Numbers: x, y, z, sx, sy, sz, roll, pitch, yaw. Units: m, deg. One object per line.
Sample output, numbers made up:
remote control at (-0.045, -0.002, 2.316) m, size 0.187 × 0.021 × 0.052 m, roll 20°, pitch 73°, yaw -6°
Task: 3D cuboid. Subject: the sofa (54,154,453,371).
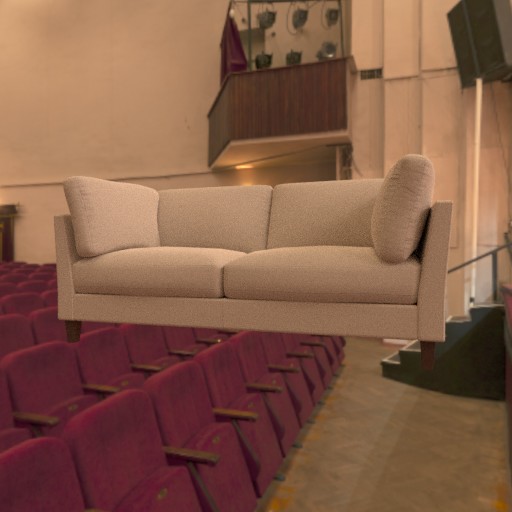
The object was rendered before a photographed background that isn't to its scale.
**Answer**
sofa at (0.000, 0.000, 2.272) m, size 1.776 × 0.836 × 0.970 m, roll 0°, pitch 0°, yaw 19°
